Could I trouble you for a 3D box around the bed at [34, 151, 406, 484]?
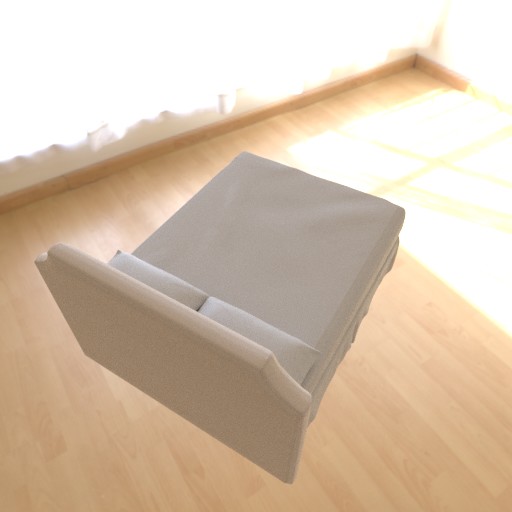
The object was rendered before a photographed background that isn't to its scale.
[{"bbox_3d":[0.000,0.000,3.252,1.828,1.297,2.164,24,52,21],"label":"bed"}]
